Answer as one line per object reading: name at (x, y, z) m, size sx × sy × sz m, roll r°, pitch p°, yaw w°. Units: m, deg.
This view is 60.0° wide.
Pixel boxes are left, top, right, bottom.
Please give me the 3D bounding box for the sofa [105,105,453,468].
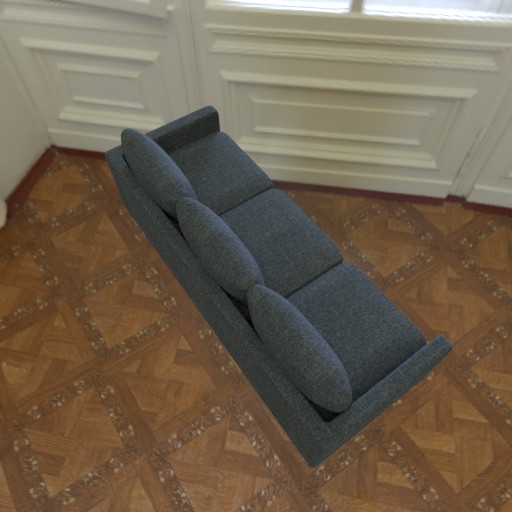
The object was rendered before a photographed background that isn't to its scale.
sofa at (0.000, 0.000, 2.701) m, size 0.859 × 0.874 × 2.218 m, roll -31°, pitch 62°, yaw -18°
